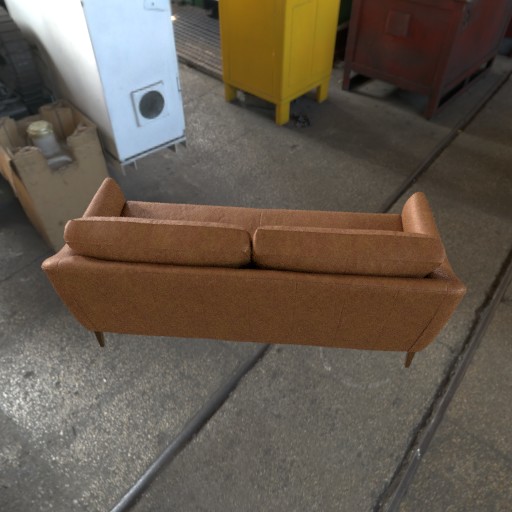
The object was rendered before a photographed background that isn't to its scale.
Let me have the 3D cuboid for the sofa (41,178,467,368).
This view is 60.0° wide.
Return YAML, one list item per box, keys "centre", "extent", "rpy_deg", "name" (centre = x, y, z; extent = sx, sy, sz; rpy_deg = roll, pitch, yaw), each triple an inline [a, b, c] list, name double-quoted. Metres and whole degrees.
- centre: [0.000, 0.000, 2.542]
  extent: [2.036, 0.945, 0.981]
  rpy_deg: [3, 46, 3]
  name: "sofa"
